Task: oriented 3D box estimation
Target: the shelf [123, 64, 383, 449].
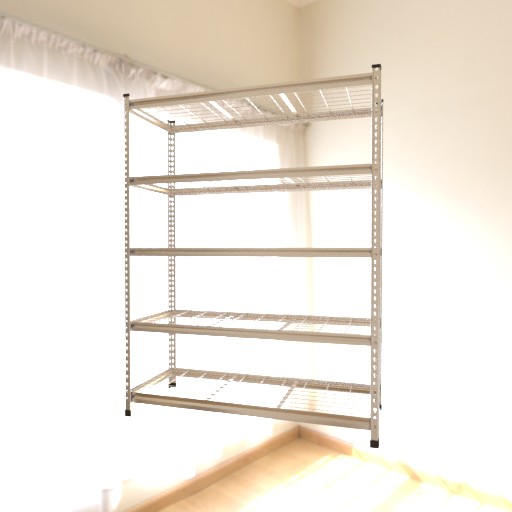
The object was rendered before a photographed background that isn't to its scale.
[{"bbox_3d":[0.000,0.000,2.793,1.524,1.981,0.610,0,1,17],"label":"shelf"}]
